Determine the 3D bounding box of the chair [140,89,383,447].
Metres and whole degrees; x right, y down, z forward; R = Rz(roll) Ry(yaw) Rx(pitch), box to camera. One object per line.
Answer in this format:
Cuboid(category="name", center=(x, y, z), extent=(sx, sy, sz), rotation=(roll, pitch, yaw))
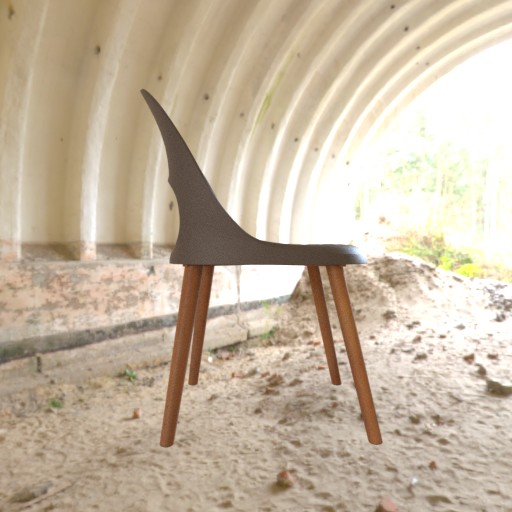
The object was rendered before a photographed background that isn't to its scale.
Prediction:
Cuboid(category="chair", center=(0.000, 0.000, 1.147), extent=(0.556, 0.794, 0.470), rotation=(0, 0, -1))
